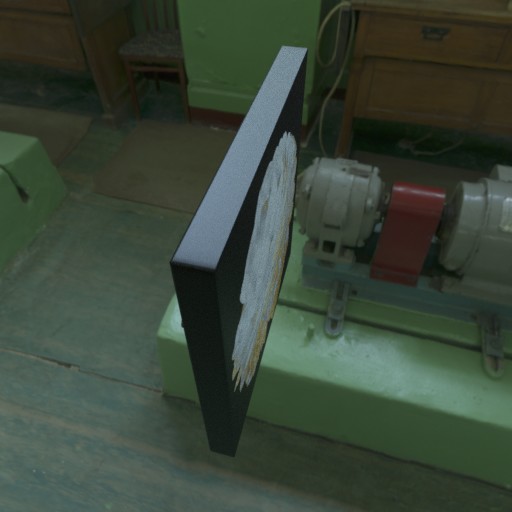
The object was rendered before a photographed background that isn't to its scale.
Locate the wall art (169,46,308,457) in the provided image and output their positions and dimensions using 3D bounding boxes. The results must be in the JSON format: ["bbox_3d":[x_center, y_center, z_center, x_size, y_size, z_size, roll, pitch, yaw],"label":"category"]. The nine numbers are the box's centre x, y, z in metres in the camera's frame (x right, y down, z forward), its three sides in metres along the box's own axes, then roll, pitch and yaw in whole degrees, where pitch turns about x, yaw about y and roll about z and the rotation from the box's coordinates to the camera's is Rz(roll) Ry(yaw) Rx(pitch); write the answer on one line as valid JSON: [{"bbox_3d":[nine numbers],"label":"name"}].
[{"bbox_3d":[0.000,0.000,0.612,0.041,0.407,0.406,11,48,10],"label":"wall art"}]
